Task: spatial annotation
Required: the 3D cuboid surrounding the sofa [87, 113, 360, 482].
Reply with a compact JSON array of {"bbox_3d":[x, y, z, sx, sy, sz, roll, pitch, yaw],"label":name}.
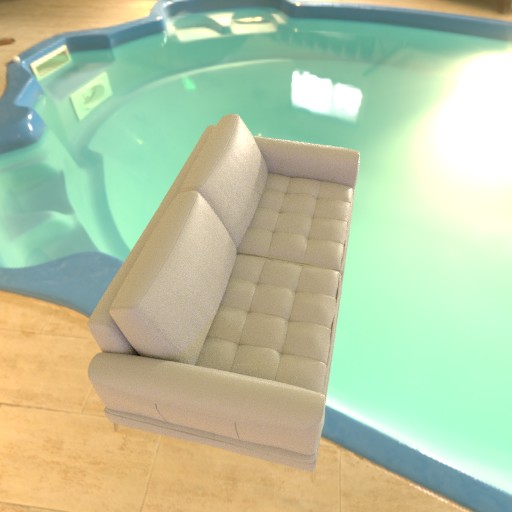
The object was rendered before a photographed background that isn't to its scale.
[{"bbox_3d":[0.000,0.000,2.710,1.121,0.930,2.177,10,47,9],"label":"sofa"}]
